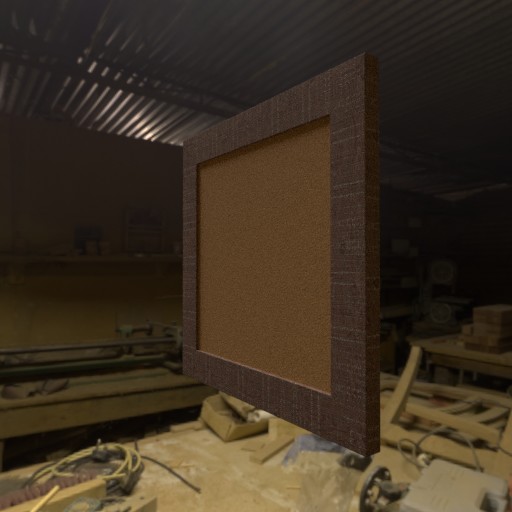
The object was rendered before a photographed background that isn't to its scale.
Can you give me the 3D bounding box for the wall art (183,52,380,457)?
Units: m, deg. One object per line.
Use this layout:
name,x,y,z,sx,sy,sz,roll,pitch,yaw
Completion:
wall art,0.000,0.000,0.804,0.029,0.531,0.531,1,-1,-36
